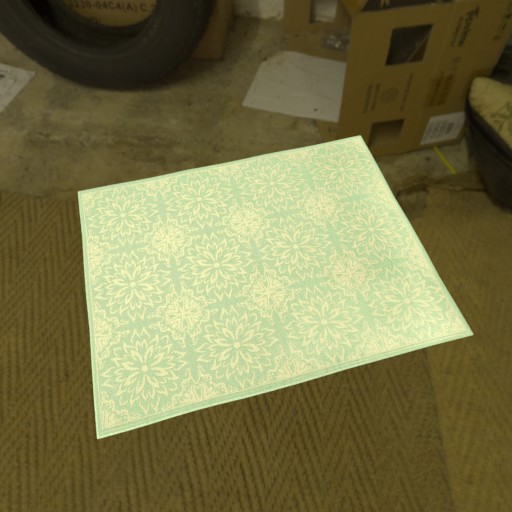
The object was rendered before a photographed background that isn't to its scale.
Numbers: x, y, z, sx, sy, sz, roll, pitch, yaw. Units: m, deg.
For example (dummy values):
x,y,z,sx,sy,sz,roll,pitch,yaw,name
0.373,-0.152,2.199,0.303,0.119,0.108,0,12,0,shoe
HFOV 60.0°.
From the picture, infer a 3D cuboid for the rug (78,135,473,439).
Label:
x,y,z,sx,sy,sz,roll,pitch,yaw,name
0.000,0.000,3.954,2.980,0.012,2.363,-13,59,-8,rug
